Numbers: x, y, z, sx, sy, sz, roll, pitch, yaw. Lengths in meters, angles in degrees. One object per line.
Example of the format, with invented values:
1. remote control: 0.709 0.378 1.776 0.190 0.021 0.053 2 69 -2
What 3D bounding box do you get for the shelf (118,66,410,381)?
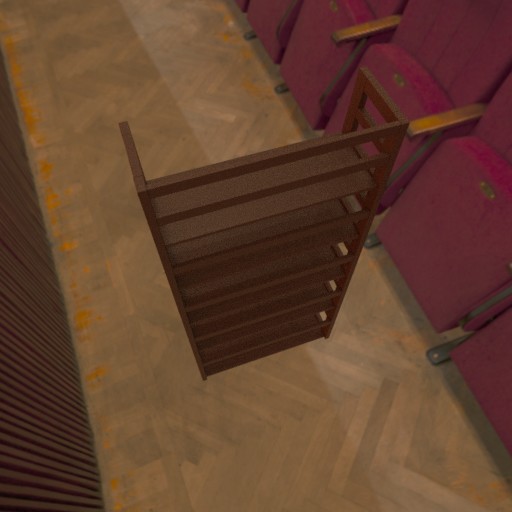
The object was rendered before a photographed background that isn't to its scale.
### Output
1. shelf: 0.000 0.000 1.934 0.763 1.600 0.403 -17 60 -10
